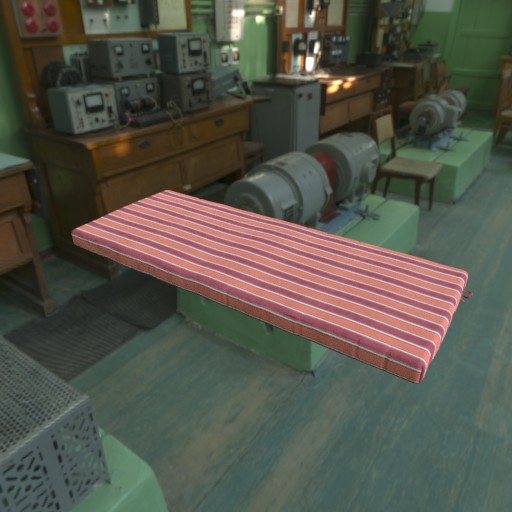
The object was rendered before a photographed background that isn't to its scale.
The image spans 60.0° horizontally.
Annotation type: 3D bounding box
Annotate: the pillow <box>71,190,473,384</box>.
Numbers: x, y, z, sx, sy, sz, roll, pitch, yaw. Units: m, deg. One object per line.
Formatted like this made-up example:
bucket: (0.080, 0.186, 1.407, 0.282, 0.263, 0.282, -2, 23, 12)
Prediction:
pillow: (0.000, 0.000, 1.361, 1.187, 0.081, 0.492, 18, 34, 29)
